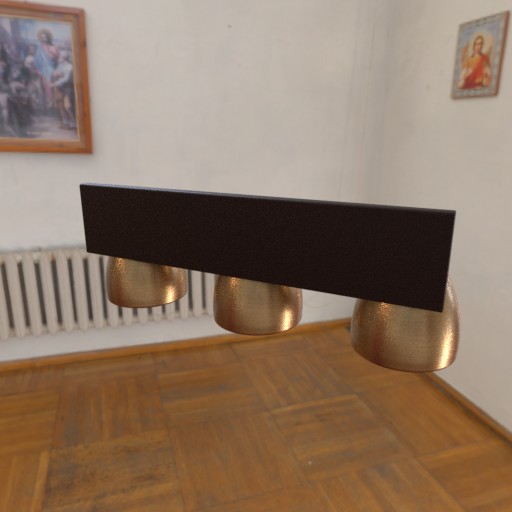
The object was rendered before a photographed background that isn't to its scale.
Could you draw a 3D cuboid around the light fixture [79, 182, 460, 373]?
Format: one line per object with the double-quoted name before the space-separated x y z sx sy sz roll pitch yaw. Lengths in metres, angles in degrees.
"light fixture" 0.000 0.000 0.670 0.582 0.204 0.157 8 18 26
